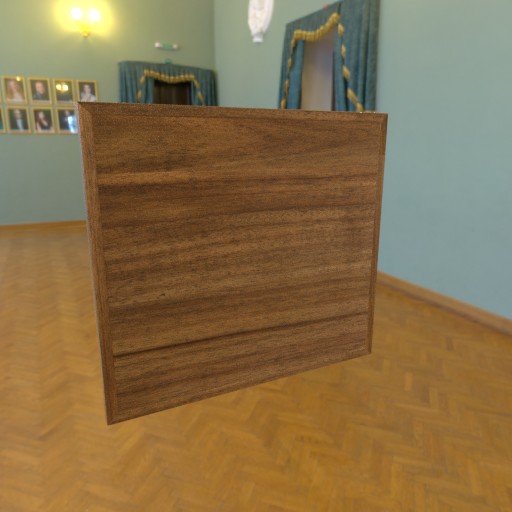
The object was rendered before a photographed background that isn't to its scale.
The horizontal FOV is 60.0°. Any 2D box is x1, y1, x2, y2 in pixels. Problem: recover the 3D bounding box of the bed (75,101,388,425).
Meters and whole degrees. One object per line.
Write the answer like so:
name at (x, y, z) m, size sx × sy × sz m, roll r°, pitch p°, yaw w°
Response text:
bed at (0.000, 0.000, 1.486) m, size 1.041 × 0.940 × 0.043 m, roll -7°, pitch 16°, yaw -26°
